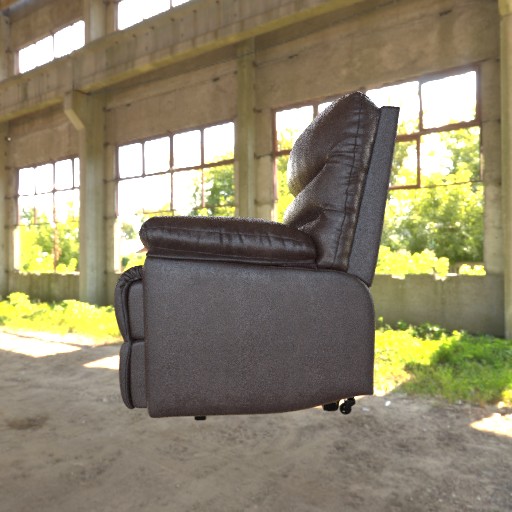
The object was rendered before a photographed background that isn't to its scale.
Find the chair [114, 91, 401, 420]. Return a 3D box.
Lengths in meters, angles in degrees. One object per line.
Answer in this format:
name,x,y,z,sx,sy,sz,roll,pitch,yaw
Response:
chair,0.000,0.000,1.721,0.879,1.041,0.940,0,-1,-1
